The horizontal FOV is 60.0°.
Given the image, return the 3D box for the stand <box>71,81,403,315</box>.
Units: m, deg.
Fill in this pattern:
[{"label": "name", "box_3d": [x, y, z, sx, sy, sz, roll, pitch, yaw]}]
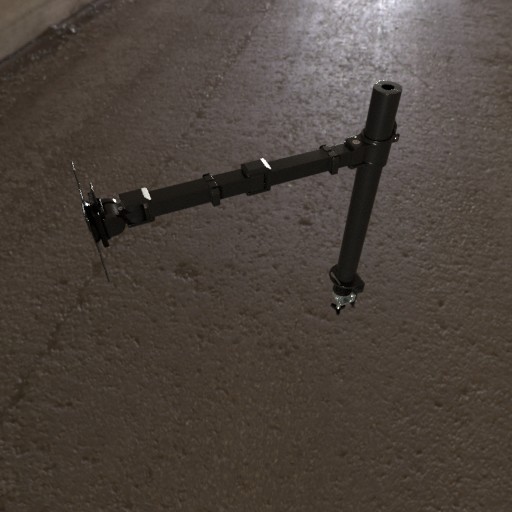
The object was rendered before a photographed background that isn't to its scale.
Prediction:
[{"label": "stand", "box_3d": [0.000, 0.000, 0.736, 0.456, 0.510, 0.115, -17, 49, -15]}]
